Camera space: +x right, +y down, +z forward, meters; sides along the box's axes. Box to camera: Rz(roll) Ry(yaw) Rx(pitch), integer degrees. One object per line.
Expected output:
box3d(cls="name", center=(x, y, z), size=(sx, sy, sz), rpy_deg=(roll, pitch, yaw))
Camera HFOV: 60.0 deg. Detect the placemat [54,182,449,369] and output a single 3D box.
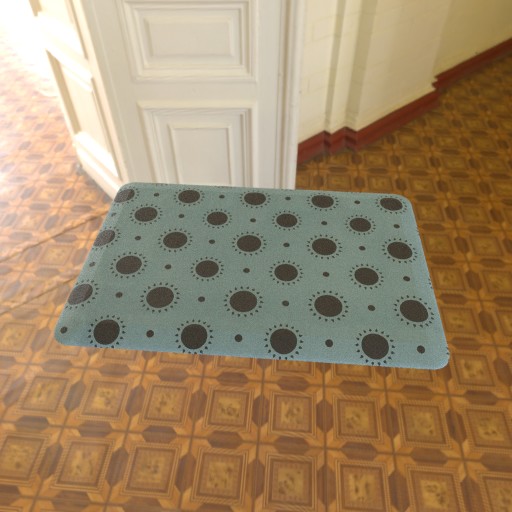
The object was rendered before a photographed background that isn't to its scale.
box3d(cls="placemat", center=(0.000, 0.000, 0.997), size=(0.762, 0.021, 0.508), rpy_deg=(3, 47, 3))
